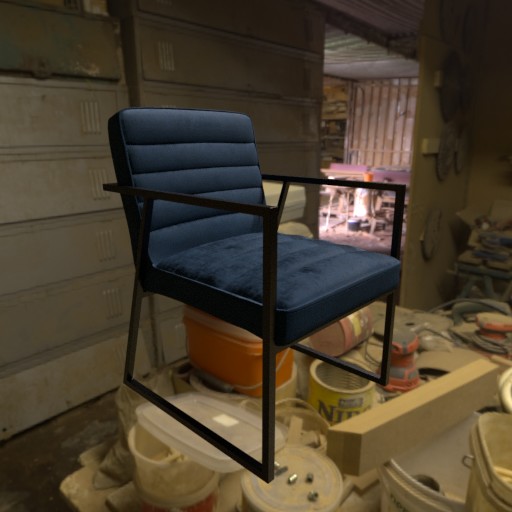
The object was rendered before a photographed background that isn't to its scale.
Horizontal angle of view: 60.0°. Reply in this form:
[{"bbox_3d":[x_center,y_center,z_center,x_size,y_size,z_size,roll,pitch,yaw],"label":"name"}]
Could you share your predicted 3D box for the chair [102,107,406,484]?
[{"bbox_3d":[0.000,0.000,1.284,0.677,0.833,0.571,14,21,42],"label":"chair"}]
